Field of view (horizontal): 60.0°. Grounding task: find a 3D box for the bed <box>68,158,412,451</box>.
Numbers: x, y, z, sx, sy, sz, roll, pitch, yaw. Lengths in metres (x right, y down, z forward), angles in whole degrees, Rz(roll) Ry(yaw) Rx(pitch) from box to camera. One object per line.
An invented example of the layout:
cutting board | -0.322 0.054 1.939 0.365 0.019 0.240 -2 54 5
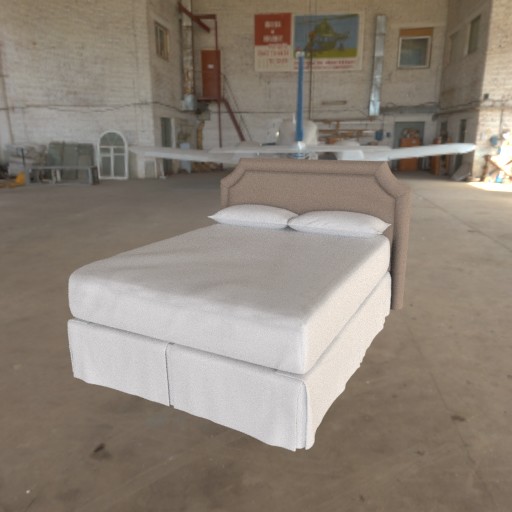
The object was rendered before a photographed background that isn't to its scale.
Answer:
bed | 0.000 0.000 3.256 1.828 1.303 2.164 8 17 26
